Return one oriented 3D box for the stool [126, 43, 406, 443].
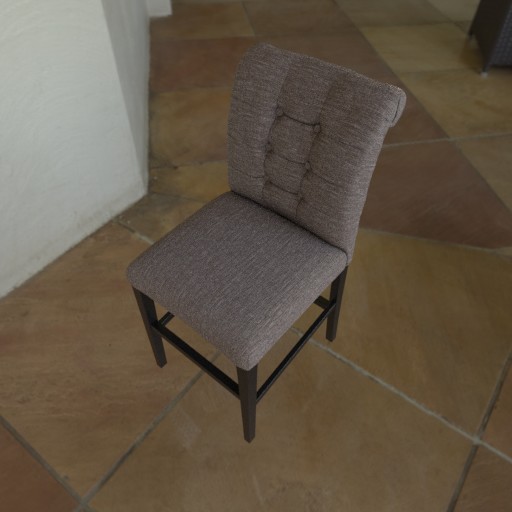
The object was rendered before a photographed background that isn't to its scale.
[{"bbox_3d":[0.000,0.000,1.307,0.457,0.970,0.611,31,54,26],"label":"stool"}]
